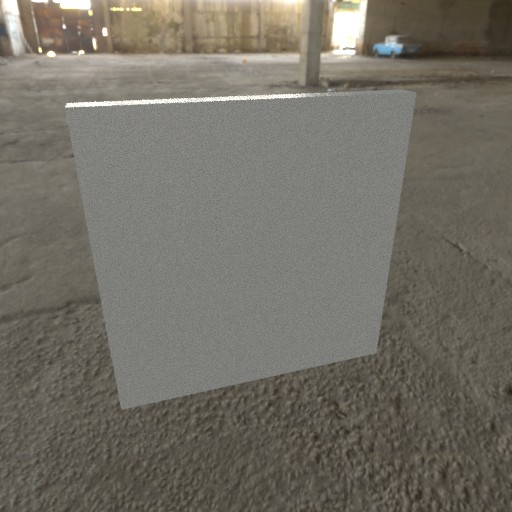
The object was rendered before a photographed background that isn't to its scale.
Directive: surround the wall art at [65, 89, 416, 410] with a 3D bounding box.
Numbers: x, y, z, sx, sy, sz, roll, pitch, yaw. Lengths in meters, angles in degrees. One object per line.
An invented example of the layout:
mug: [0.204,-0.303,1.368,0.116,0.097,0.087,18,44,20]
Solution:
wall art: [0.000,0.000,0.522,0.355,0.355,0.027,-8,28,-16]
